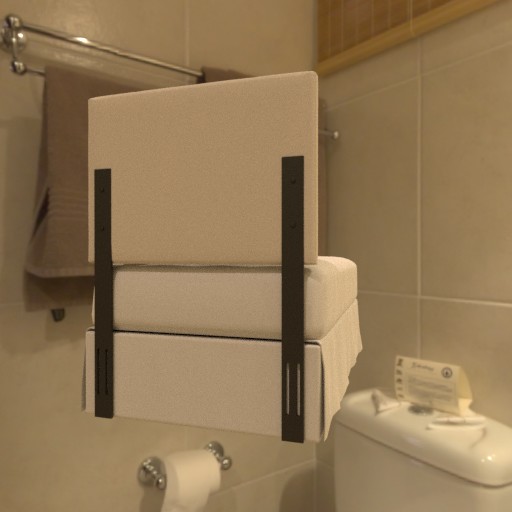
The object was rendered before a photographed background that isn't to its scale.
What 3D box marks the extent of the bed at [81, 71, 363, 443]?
[{"bbox_3d":[0.000,0.000,2.951,1.261,1.571,1.997,0,0,17],"label":"bed"}]
